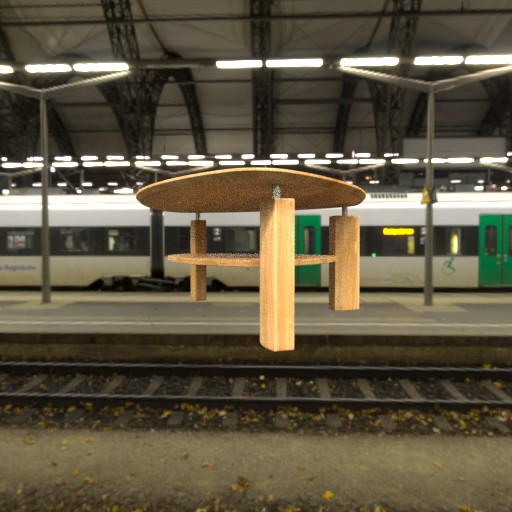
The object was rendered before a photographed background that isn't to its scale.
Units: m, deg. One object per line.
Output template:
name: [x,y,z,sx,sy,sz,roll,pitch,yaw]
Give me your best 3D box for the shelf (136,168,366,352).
shelf: [0.000,0.000,1.663,0.863,0.439,1.240,-1,2,-19]
